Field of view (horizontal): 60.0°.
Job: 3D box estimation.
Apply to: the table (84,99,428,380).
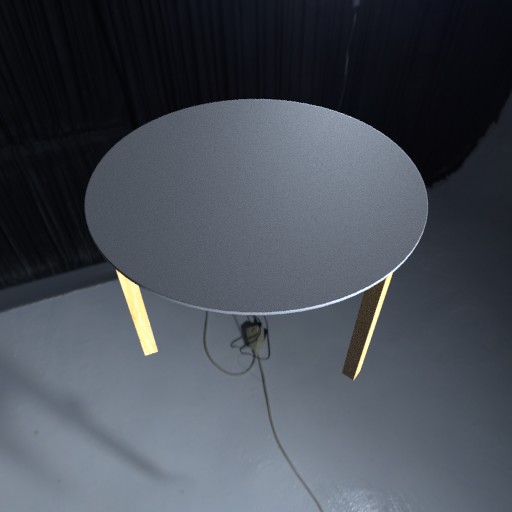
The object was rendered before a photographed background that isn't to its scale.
[{"bbox_3d":[0.000,0.000,0.946,0.600,0.405,0.600,0,46,0],"label":"table"}]
